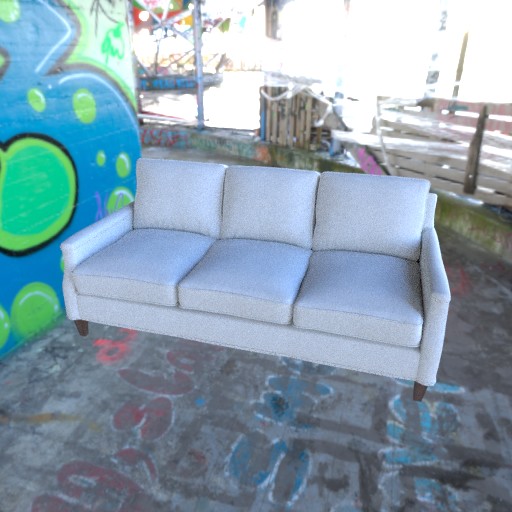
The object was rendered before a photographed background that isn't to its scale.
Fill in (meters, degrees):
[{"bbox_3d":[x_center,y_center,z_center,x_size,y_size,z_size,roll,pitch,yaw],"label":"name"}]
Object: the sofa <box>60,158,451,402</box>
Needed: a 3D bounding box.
[{"bbox_3d":[0.000,0.000,2.871,2.246,1.003,1.084,7,26,15],"label":"sofa"}]
